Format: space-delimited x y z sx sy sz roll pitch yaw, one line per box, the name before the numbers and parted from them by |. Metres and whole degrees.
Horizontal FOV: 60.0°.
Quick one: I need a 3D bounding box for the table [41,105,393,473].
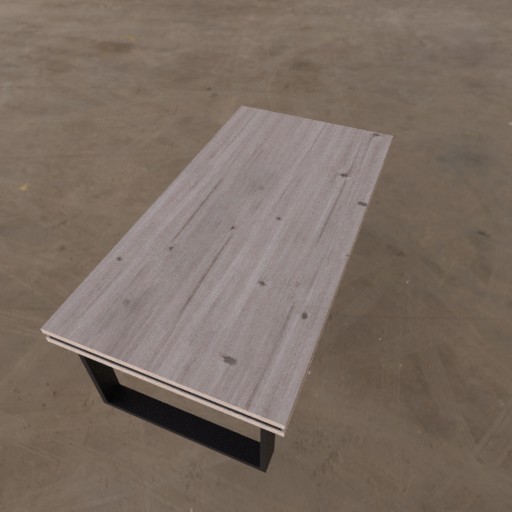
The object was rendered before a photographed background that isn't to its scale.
table | 0.000 0.000 1.698 0.700 0.450 1.350 16 48 15
